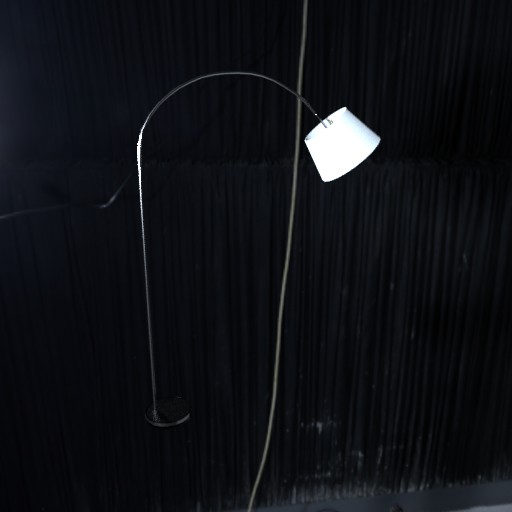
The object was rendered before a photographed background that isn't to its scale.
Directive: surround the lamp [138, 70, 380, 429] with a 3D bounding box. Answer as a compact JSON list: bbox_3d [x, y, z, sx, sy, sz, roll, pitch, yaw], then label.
[{"bbox_3d":[0.000,0.000,2.693,1.445,2.098,0.406,-2,16,-9],"label":"lamp"}]
